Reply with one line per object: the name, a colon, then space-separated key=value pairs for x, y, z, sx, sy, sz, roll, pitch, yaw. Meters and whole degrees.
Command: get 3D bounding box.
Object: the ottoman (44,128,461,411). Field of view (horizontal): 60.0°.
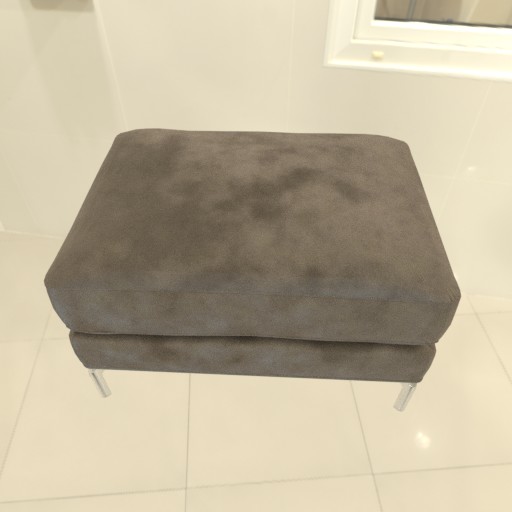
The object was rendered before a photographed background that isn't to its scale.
ottoman: x=0.000 y=0.000 z=1.029 sx=0.719 sy=0.456 sz=0.520 roll=2 pitch=46 yaw=2
